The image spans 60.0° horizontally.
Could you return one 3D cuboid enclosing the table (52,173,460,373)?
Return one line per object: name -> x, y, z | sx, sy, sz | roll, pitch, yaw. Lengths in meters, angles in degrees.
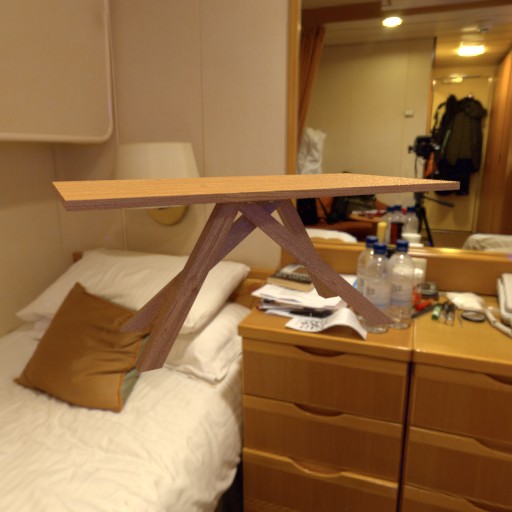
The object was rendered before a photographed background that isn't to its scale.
table -> 0.000, 0.000, 2.271 | 1.797, 0.750, 0.901 | -7, 15, -26
